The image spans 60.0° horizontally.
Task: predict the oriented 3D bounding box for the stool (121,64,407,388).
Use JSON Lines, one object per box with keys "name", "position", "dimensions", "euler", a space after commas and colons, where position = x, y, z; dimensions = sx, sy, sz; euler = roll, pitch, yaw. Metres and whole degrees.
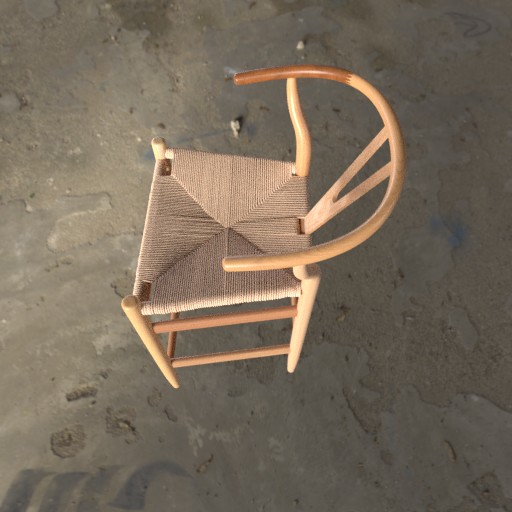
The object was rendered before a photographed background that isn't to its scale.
{"name": "stool", "position": [0.000, 0.000, 1.247], "dimensions": [0.575, 0.923, 0.536], "euler": [1, 59, 0]}
